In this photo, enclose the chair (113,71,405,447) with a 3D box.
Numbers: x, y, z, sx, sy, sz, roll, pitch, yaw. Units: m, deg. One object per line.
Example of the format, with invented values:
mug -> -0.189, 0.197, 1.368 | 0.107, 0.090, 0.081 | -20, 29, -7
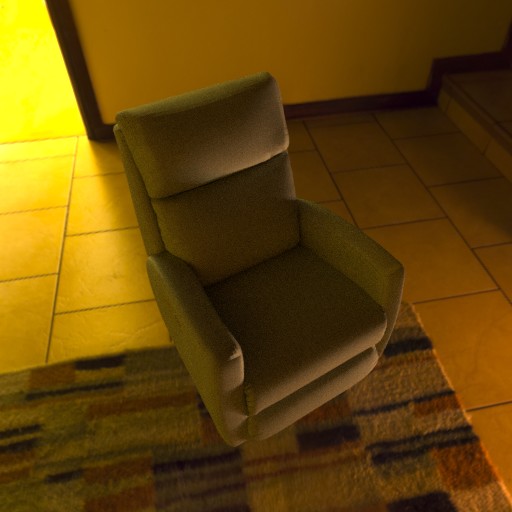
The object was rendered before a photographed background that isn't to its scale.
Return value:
chair -> 0.000, 0.000, 1.675 | 0.794, 1.016, 0.940 | -24, 52, -21
